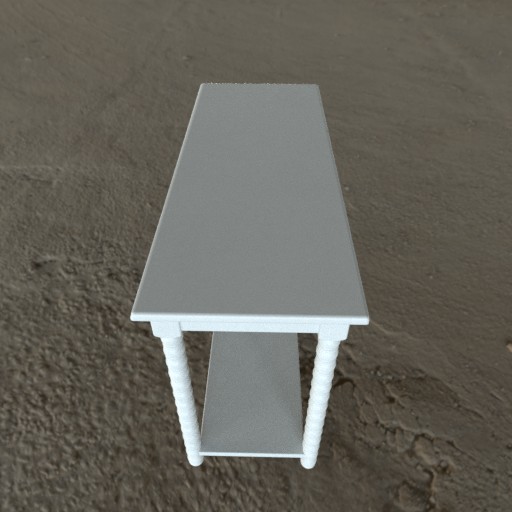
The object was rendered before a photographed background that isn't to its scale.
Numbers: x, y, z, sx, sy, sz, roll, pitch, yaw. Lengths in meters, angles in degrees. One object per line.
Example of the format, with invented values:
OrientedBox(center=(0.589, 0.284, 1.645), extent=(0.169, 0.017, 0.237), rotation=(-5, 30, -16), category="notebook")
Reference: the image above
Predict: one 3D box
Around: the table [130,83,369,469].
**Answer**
OrientedBox(center=(0.000, 0.000, 1.510), extent=(0.459, 0.740, 1.184), rotation=(1, 41, 1), category="table")
